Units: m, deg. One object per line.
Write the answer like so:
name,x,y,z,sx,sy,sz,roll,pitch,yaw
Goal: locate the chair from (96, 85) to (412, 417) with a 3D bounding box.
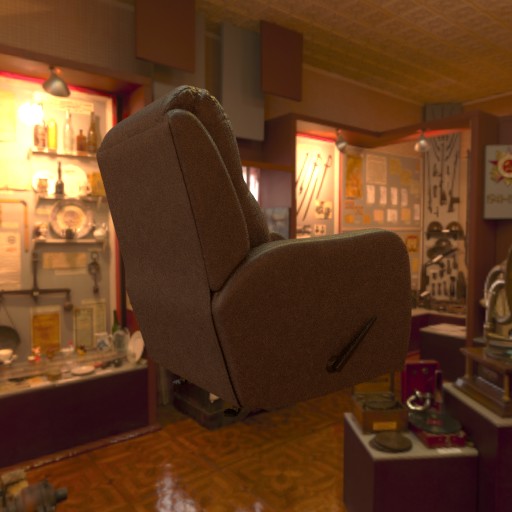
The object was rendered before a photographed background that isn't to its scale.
chair,0.000,0.000,1.799,1.067,1.067,0.865,-2,3,-37
